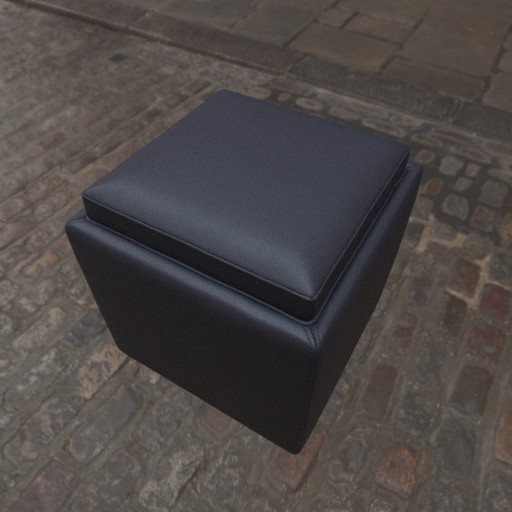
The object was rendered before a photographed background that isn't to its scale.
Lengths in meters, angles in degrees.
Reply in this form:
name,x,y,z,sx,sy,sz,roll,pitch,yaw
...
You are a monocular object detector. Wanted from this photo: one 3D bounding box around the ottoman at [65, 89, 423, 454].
name,x,y,z,sx,sy,sz,roll,pitch,yaw
ottoman,0.000,0.000,0.842,0.451,0.460,0.450,24,52,20
